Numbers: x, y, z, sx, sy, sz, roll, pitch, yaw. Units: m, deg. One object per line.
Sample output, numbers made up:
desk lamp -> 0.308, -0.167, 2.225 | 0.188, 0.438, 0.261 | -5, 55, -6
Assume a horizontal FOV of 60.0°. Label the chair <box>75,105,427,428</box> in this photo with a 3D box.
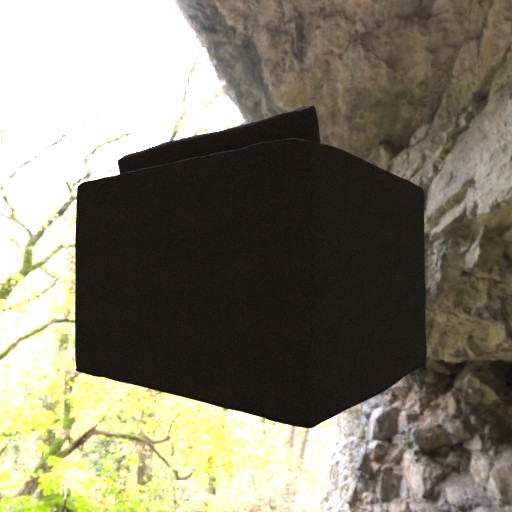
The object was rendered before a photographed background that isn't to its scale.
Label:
chair -> 0.000, 0.000, 1.726 | 1.057, 0.863, 0.949 | -1, -2, 37
